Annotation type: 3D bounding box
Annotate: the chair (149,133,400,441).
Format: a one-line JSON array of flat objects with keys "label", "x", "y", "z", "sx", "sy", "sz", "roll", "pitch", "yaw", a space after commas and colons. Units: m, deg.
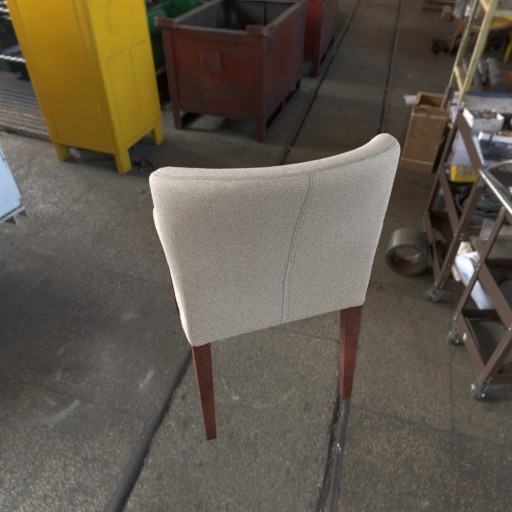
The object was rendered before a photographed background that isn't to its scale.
[{"label": "chair", "x": 0.000, "y": 0.000, "z": 1.183, "sx": 0.491, "sy": 0.839, "sz": 0.592, "roll": -12, "pitch": 42, "yaw": -13}]
